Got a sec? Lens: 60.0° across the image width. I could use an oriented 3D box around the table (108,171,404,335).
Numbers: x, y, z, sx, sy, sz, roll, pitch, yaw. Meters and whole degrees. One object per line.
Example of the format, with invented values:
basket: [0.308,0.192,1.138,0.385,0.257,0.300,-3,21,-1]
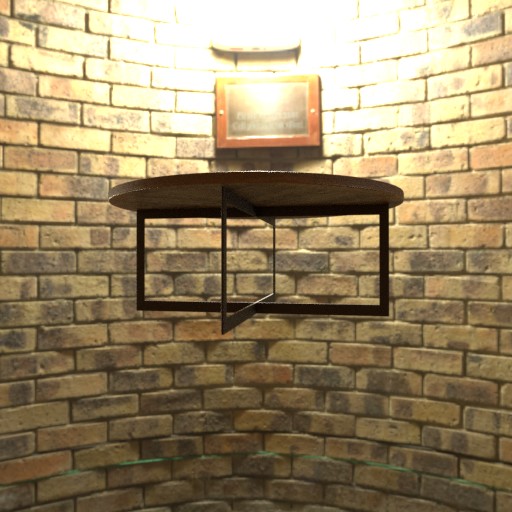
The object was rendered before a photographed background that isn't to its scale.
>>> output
table: [0.000,0.000,1.995,1.264,0.516,1.264,0,0,0]
